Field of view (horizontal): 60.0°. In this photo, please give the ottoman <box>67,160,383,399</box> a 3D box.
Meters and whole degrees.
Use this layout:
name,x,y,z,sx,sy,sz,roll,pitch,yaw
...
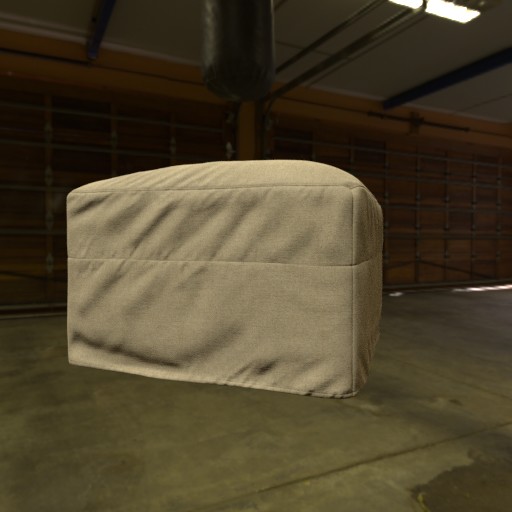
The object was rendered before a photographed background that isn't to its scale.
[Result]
name,x,y,z,sx,sy,sz,roll,pitch,yaw
ottoman,0.000,0.000,1.261,0.683,0.481,0.837,1,2,19
